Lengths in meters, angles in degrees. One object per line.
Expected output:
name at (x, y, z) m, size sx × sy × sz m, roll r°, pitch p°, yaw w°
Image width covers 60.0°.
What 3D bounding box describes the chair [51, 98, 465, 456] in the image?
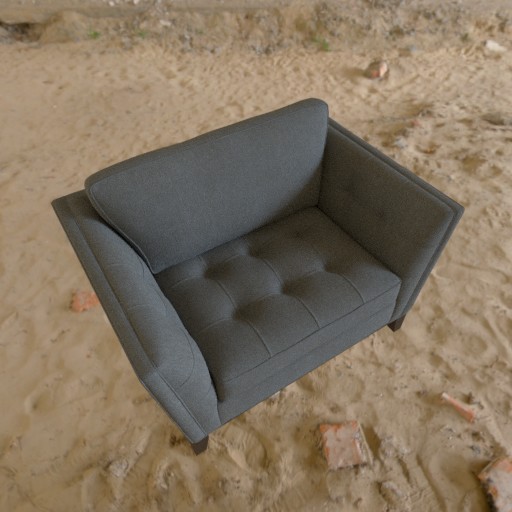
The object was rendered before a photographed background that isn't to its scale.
chair at (0.000, 0.000, 2.013) m, size 1.396 × 0.942 × 0.965 m, roll -25°, pitch 52°, yaw -22°
